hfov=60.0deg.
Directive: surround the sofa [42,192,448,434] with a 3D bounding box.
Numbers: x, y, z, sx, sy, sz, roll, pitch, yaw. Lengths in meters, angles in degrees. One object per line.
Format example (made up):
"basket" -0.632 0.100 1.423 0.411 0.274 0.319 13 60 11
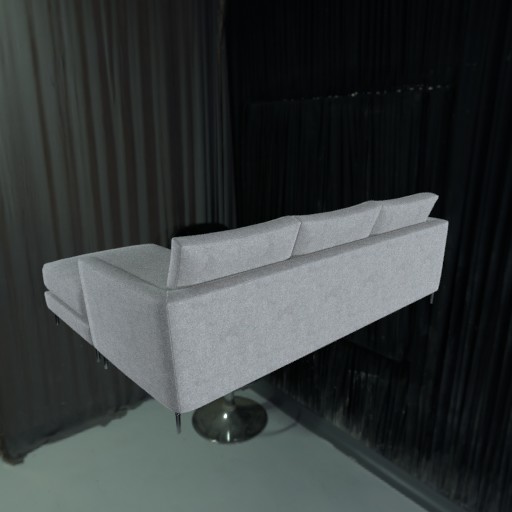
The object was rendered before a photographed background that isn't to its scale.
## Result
"sofa" 0.000 0.000 3.101 2.438 0.864 1.626 -14 21 -40
